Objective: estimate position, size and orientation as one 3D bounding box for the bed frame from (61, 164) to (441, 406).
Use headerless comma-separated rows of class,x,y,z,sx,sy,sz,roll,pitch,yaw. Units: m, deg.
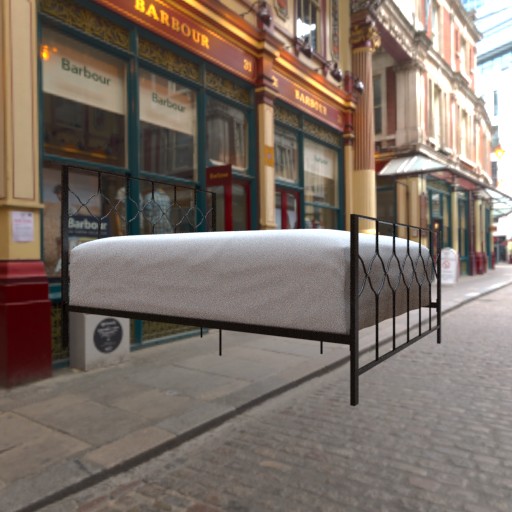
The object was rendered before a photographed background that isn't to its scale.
bed frame,0.000,0.000,3.038,2.063,1.222,1.597,0,0,34
